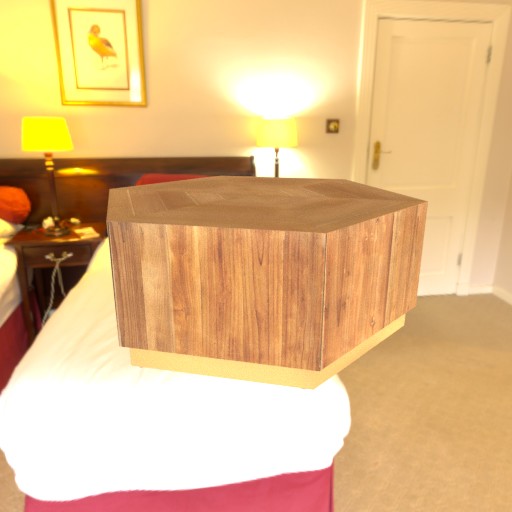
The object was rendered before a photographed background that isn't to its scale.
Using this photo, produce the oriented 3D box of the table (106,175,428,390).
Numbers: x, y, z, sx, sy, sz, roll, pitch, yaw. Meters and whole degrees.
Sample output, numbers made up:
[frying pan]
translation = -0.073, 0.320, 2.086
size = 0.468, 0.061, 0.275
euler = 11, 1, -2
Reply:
[table]
translation = 0.000, 0.000, 1.641
size = 1.000, 0.456, 1.154
euler = 16, 23, 41
